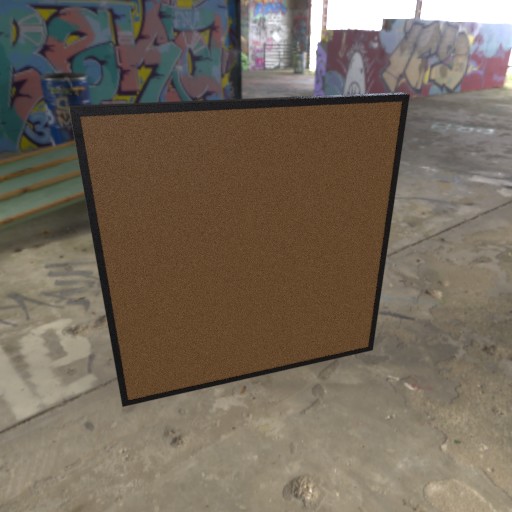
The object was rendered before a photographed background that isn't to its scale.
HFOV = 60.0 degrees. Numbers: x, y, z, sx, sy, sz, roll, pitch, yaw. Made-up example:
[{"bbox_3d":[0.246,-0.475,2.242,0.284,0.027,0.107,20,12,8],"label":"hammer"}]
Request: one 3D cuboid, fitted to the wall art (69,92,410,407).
[{"bbox_3d":[0.000,0.000,1.137,0.763,0.763,0.039,-8,27,-16],"label":"wall art"}]
